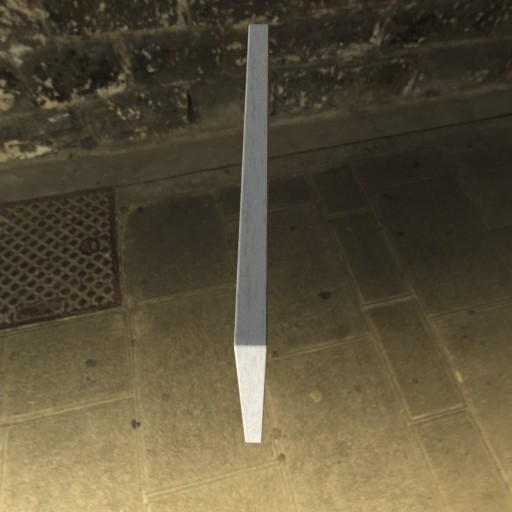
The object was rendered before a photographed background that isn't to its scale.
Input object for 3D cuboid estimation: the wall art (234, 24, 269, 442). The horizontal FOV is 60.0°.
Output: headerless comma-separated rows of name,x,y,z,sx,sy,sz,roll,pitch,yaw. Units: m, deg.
wall art,0.000,0.000,1.897,0.078,1.288,1.287,1,58,1
